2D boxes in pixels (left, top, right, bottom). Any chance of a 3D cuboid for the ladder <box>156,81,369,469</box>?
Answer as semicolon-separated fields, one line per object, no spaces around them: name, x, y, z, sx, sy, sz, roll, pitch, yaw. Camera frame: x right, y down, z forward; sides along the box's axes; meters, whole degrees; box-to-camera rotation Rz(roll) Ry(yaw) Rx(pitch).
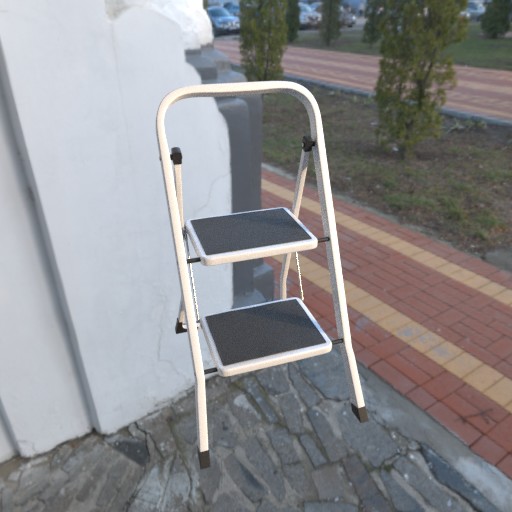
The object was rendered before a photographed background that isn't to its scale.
ladder;0.000;0.000;1.154;0.460;0.810;0.544;-9;31;-16
